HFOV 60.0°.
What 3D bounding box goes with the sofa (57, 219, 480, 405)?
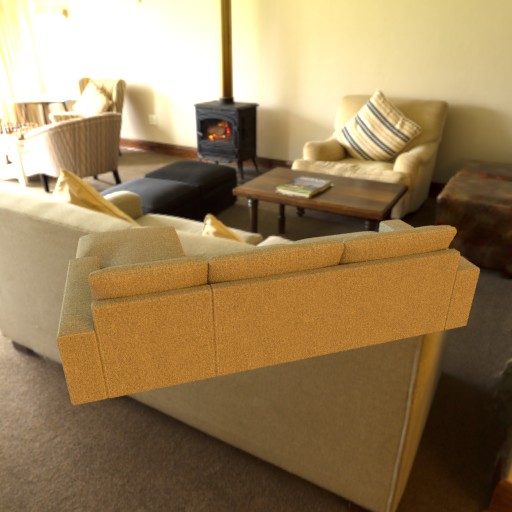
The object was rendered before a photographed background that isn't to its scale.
[{"bbox_3d":[0.000,0.000,3.455,2.718,0.813,1.689,-8,27,-15],"label":"sofa"}]
